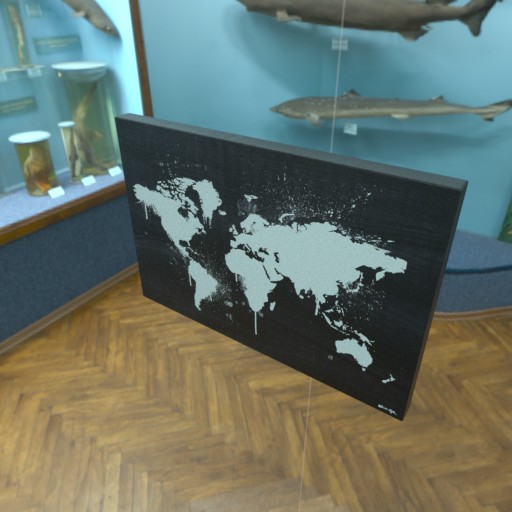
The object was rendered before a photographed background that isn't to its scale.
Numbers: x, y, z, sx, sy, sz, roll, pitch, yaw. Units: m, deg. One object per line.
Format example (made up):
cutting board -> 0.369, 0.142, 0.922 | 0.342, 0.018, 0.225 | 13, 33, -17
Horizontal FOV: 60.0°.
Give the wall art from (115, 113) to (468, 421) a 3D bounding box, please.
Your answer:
wall art -> 0.000, 0.000, 0.783 | 0.610, 0.409, 0.038 | 20, 36, 29
